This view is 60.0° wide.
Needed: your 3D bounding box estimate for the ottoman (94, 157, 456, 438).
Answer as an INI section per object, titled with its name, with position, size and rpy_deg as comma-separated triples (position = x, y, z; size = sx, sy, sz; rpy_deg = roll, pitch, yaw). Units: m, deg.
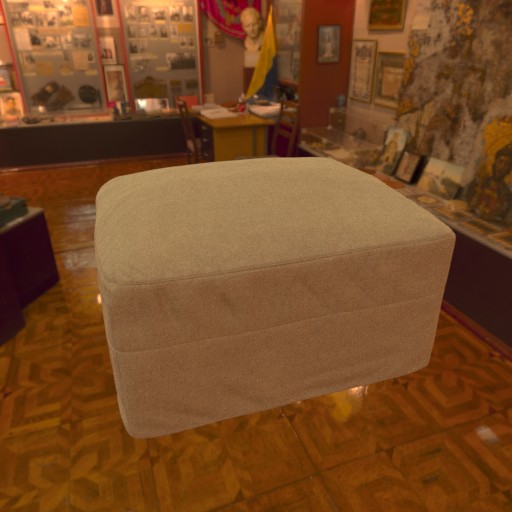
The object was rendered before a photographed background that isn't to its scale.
[ottoman]
position = 0.000, 0.000, 1.254
size = 0.837, 0.481, 0.683
rpy_deg = -8, 28, -16
